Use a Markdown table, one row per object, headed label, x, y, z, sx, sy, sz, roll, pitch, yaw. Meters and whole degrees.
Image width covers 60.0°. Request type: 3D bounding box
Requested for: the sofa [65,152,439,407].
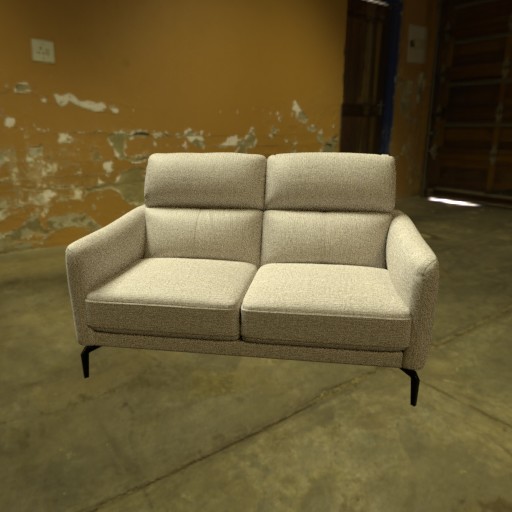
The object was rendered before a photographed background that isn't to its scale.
| label | x | y | z | sx | sy | sz | roll | pitch | yaw |
| --- | --- | --- | --- | --- | --- | --- | --- | --- | --- |
| sofa | 0.000 | 0.000 | 2.138 | 1.540 | 0.950 | 0.905 | 2 | 15 | 8 |
